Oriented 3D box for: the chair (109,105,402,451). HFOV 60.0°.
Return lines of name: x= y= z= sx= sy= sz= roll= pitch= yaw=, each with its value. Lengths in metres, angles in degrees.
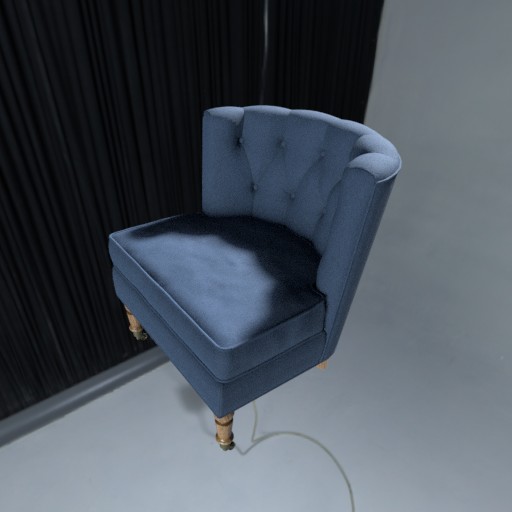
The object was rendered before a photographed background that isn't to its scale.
chair: x=0.000 y=0.000 z=1.393 sx=0.718 sy=0.771 sz=0.740 roll=-22 pitch=38 yaw=-31
